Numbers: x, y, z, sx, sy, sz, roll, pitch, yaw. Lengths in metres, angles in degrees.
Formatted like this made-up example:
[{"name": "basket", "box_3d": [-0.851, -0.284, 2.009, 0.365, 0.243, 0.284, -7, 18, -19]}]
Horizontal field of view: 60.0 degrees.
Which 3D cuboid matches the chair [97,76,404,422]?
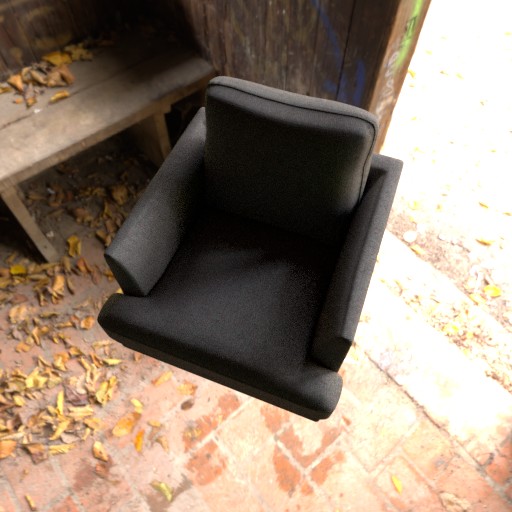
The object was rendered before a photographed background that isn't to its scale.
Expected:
[{"name": "chair", "box_3d": [0.000, 0.000, 1.640, 0.858, 0.957, 0.899, 18, 60, 11]}]
